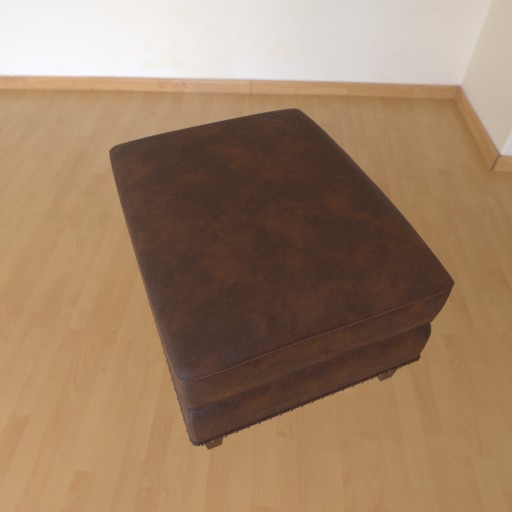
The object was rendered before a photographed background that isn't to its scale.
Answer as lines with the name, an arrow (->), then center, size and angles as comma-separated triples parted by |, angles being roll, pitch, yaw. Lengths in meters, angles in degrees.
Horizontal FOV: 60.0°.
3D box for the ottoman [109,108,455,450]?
ottoman -> 0.000, 0.000, 1.154 | 0.586, 0.486, 0.742 | -16, 49, -15
